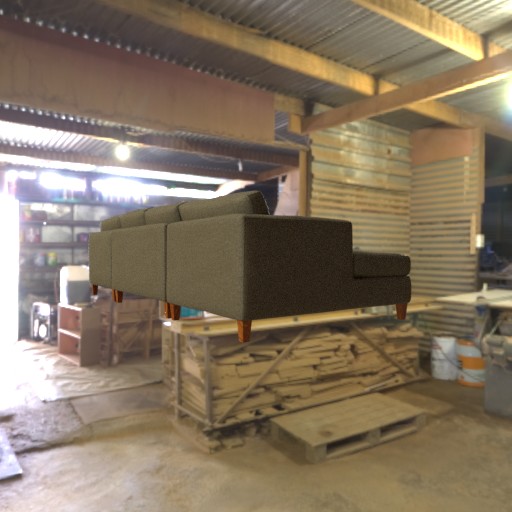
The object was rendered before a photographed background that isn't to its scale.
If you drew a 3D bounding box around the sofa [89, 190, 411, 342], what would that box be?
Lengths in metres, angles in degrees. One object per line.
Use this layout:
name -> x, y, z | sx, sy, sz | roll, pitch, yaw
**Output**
sofa -> 0.000, 0.000, 4.681 | 2.594, 0.961, 3.460 | -1, 1, -35
